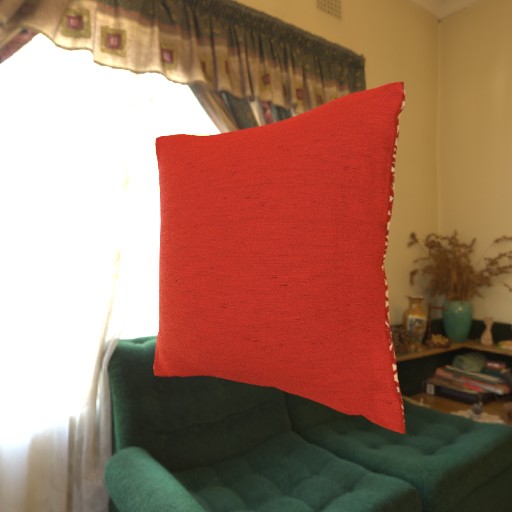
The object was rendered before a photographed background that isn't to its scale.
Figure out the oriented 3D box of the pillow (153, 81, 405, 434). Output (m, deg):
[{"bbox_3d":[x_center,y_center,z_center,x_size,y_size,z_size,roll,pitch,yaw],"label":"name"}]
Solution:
[{"bbox_3d":[0.000,0.000,0.652,0.438,0.419,0.162,0,0,36],"label":"pillow"}]
